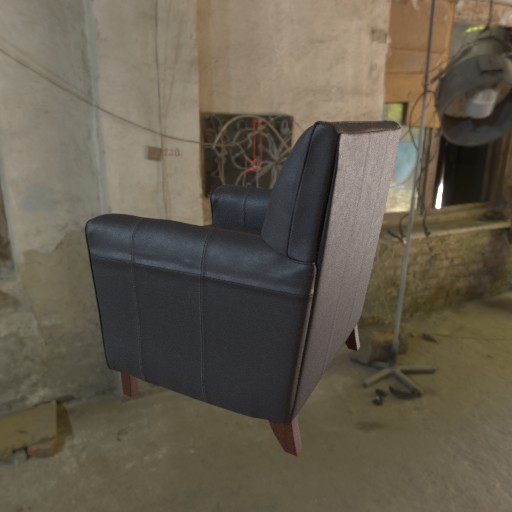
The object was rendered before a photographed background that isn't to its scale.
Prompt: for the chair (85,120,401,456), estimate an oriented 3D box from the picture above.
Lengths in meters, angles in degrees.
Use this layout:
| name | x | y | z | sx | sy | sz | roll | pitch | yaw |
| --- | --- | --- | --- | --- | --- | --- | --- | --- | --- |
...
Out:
| name | x | y | z | sx | sy | sz | roll | pitch | yaw |
| --- | --- | --- | --- | --- | --- | --- | --- | --- | --- |
| chair | 0.000 | 0.000 | 1.613 | 0.825 | 0.943 | 0.870 | 8 | 19 | 26 |
